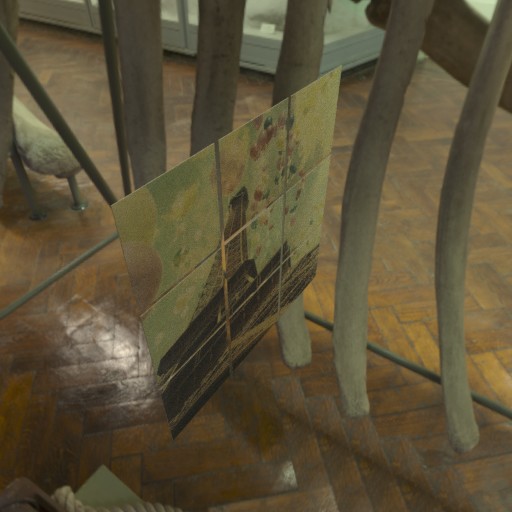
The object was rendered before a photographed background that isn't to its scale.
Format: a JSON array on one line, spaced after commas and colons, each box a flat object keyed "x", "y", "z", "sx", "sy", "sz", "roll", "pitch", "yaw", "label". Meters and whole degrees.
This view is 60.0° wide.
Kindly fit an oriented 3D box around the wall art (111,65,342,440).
[{"x": 0.000, "y": 0.000, "z": 2.299, "sx": 0.002, "sy": 1.505, "sz": 1.517, "roll": 25, "pitch": 47, "yaw": 26, "label": "wall art"}]
